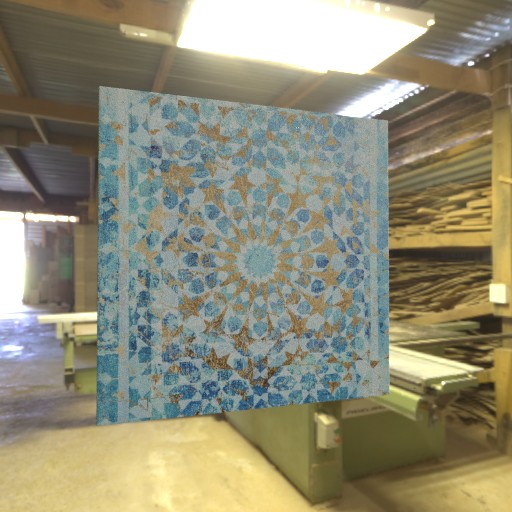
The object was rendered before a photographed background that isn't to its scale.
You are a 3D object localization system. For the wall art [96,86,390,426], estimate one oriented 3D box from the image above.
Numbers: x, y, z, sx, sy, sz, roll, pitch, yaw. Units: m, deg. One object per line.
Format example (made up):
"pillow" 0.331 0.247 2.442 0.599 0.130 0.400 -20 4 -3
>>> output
"wall art" 0.000 0.000 0.906 0.609 0.609 0.040 0 -1 -18
